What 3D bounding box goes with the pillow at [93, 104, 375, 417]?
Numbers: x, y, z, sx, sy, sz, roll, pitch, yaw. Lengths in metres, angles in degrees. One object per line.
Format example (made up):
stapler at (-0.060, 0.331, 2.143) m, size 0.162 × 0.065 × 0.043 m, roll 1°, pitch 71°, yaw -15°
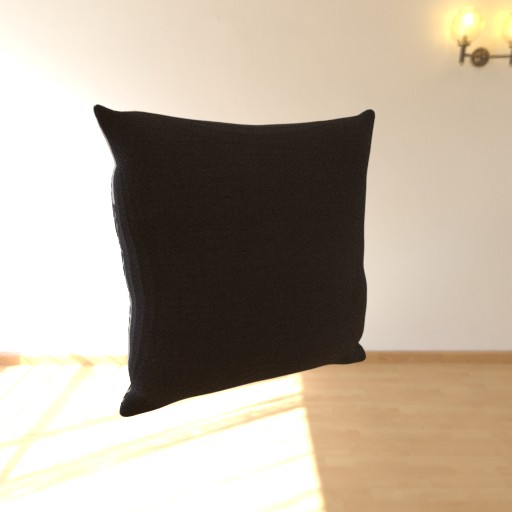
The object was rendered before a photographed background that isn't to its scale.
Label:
pillow at (0.000, 0.000, 0.680) m, size 0.440 × 0.441 × 0.182 m, roll -7°, pitch 16°, yaw -25°
